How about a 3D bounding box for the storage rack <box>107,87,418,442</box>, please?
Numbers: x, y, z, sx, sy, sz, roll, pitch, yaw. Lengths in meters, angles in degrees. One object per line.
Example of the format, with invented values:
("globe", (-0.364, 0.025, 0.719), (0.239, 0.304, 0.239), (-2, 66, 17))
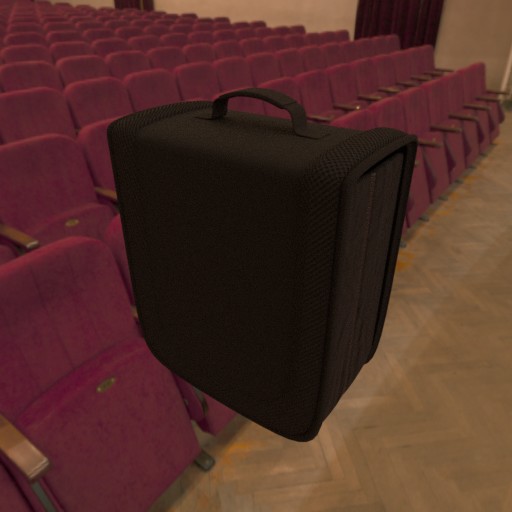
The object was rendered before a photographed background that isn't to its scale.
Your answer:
("storage rack", (0.000, 0.000, 0.546), (0.297, 0.387, 0.168), (20, 35, 31))
